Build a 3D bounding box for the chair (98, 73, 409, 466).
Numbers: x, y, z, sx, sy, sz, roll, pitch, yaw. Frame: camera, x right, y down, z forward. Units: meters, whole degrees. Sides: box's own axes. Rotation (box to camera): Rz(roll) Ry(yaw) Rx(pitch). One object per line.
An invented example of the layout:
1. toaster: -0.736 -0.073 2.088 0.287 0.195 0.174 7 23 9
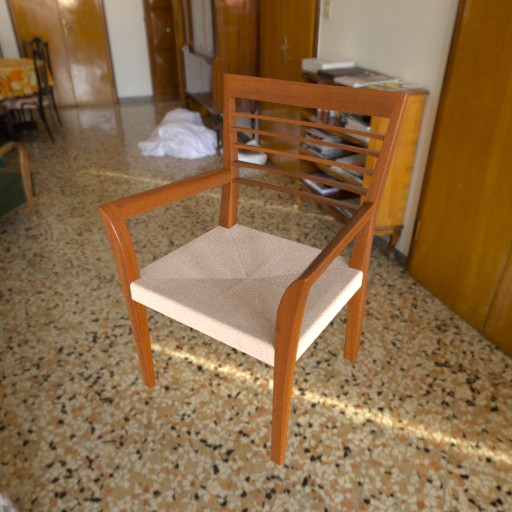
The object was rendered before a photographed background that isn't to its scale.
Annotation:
1. chair: 0.000 0.000 1.241 0.587 0.855 0.540 19 35 29
